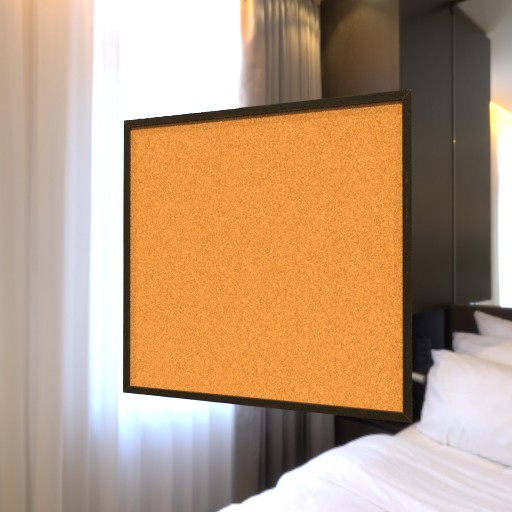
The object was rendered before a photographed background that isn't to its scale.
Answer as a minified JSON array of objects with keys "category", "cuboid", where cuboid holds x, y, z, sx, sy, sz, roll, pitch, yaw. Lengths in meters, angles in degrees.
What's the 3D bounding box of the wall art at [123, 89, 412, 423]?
[{"category":"wall art","cuboid":[0.000,0.000,0.764,0.506,0.506,0.036,0,0,17]}]
